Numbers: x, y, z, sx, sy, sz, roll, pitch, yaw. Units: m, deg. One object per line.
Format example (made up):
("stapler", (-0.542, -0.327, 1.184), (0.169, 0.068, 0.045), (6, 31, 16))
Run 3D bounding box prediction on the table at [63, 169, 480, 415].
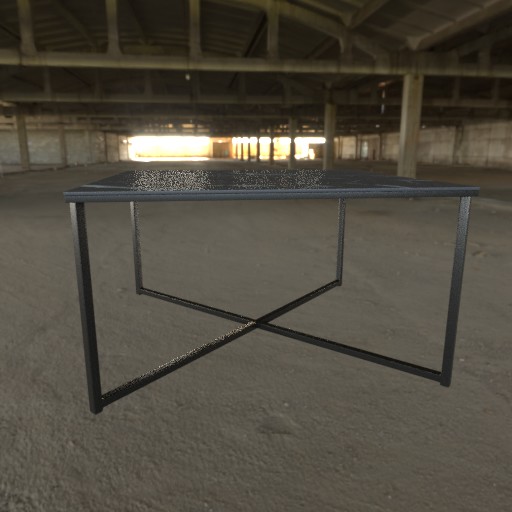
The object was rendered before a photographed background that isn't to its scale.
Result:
("table", (0.000, 0.000, 1.275), (0.800, 0.450, 0.800), (-2, 14, -8))
